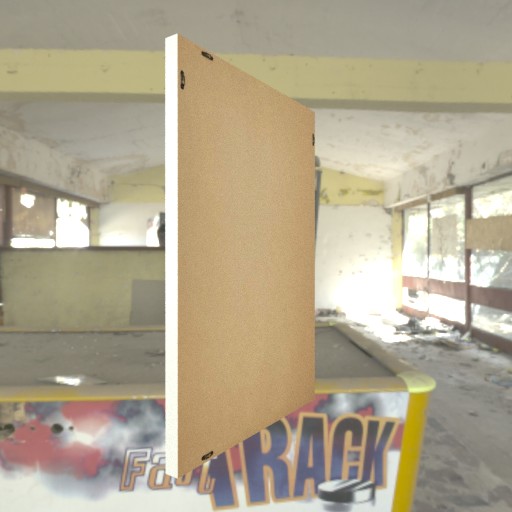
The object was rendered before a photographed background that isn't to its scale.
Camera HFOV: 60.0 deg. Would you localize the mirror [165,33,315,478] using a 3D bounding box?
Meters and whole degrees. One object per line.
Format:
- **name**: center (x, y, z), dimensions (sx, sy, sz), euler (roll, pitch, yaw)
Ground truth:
- **mirror**: center (0.000, 0.000, 1.169), dimensions (0.041, 0.914, 0.609), euler (0, 0, 35)
